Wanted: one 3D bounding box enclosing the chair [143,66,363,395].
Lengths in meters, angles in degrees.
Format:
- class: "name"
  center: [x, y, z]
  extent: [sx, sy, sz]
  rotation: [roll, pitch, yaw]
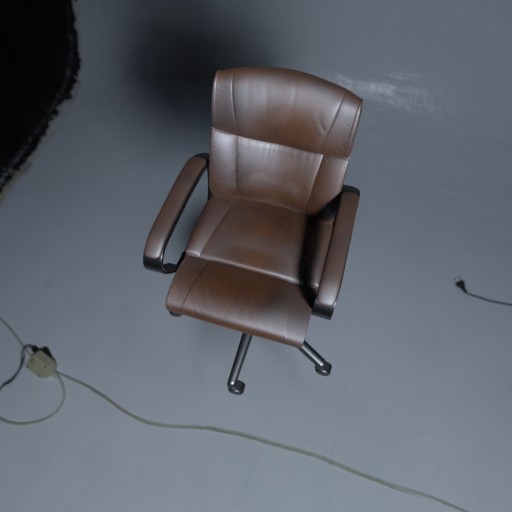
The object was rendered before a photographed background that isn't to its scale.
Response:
- class: "chair"
  center: [0.000, 0.000, 1.529]
  extent: [0.739, 1.004, 0.717]
  rotation: [15, 60, 9]
